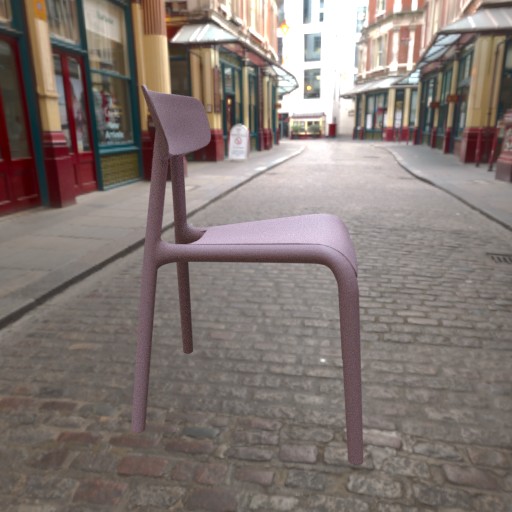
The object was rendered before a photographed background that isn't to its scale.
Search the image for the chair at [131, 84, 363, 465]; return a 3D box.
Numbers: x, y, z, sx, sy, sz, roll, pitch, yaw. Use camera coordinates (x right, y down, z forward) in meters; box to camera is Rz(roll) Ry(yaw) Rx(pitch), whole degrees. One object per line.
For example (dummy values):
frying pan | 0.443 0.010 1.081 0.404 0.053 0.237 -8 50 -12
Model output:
chair | 0.000 0.000 0.823 0.401 0.580 0.356 2 16 9
